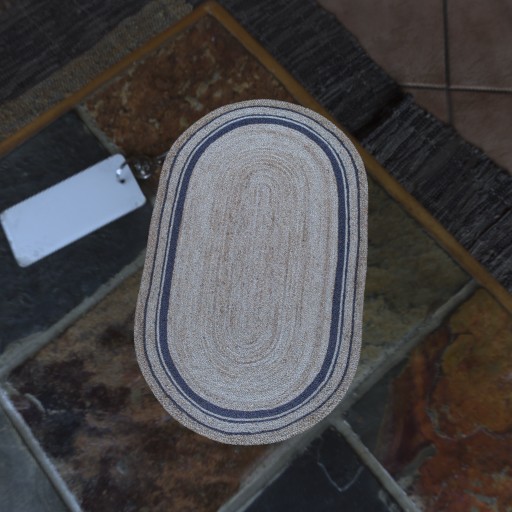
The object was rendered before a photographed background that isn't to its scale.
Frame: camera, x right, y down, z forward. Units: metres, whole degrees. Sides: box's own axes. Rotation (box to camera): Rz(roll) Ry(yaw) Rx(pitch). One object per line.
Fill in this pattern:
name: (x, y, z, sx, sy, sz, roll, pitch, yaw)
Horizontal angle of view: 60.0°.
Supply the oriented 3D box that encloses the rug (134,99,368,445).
rug: (0.000, 0.000, 3.050, 1.520, 0.006, 2.432, 6, 76, 1)
